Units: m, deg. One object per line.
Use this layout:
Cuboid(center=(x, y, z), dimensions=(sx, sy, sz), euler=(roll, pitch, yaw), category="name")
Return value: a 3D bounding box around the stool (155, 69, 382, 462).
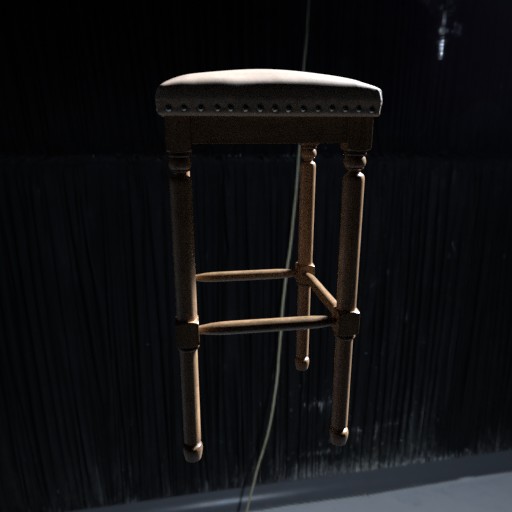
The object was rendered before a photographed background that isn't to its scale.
Cuboid(center=(0.000, 0.000, 0.991), dimensions=(0.382, 0.768, 0.383), euler=(-2, 16, -9), category="stool")
